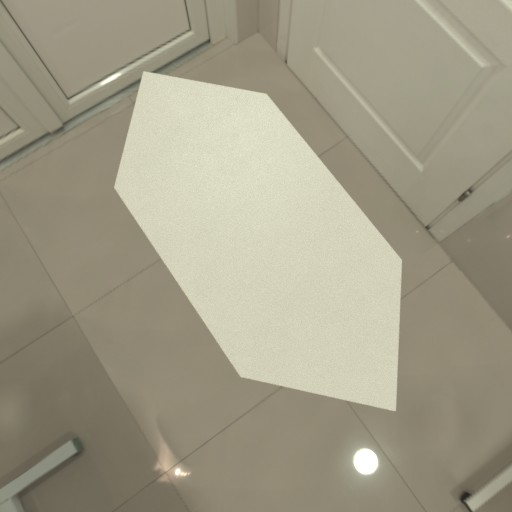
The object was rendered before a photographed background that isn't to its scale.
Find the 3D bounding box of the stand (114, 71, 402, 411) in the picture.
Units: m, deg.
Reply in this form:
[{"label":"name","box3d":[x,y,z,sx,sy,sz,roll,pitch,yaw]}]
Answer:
[{"label":"stand","box3d":[0.000,0.000,1.388,0.477,0.614,1.072,-34,78,-9]}]
